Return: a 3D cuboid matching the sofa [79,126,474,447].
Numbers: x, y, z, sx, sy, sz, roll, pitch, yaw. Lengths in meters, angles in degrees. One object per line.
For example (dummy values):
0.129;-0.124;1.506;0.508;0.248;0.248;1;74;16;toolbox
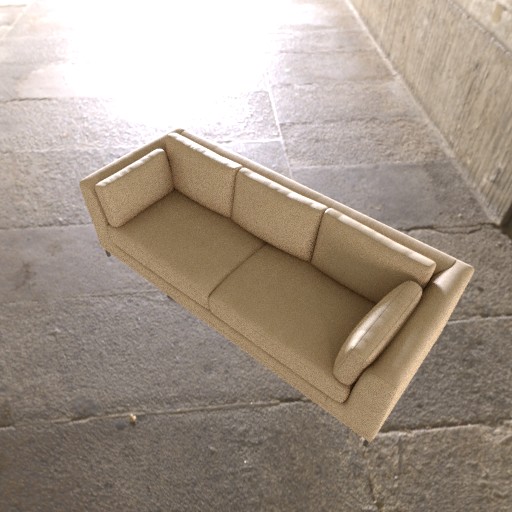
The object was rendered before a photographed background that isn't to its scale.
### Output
0.000;0.000;2.995;2.415;0.867;0.969;31;54;26;sofa
